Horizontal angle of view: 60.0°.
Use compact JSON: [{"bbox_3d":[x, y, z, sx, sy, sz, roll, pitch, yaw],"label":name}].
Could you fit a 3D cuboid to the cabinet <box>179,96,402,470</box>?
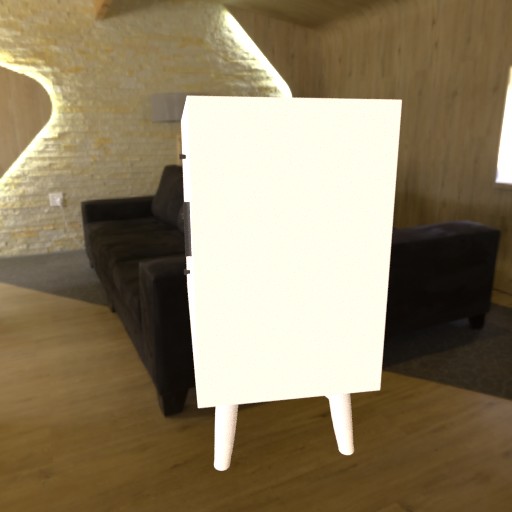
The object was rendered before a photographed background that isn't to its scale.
[{"bbox_3d":[0.000,0.000,1.242,0.398,0.761,0.800,-2,14,-10],"label":"cabinet"}]
